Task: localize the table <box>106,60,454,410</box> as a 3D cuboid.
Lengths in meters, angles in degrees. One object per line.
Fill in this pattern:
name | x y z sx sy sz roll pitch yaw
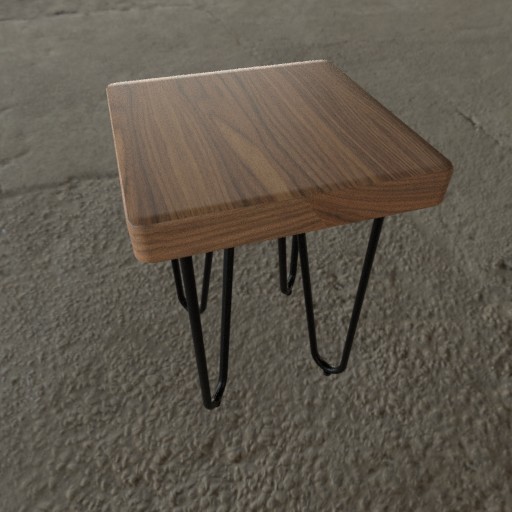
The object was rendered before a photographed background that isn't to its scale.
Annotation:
table | 0.000 0.000 0.981 0.479 0.641 0.480 -12 44 -13
